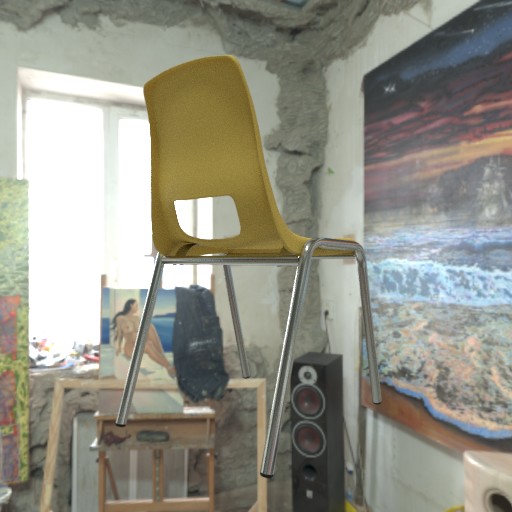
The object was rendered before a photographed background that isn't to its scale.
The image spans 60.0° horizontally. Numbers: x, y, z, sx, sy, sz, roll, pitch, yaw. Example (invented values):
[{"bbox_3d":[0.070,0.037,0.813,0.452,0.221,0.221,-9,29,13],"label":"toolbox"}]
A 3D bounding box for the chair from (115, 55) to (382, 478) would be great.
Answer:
[{"bbox_3d":[0.000,0.000,0.918,0.381,0.653,0.436,0,0,36],"label":"chair"}]
